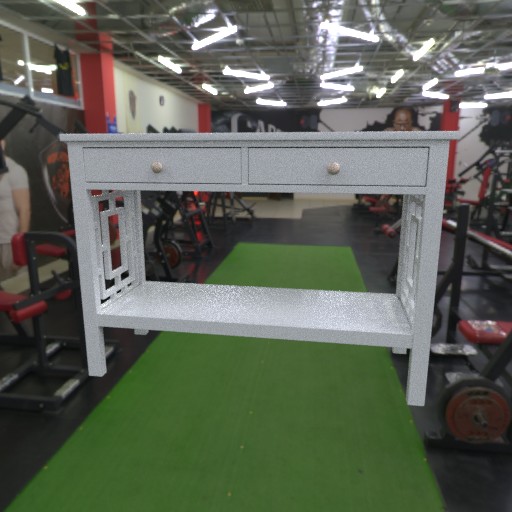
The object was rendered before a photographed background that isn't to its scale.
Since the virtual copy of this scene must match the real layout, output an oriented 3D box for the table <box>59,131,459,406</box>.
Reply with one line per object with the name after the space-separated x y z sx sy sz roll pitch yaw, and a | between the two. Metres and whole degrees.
0.000 0.000 1.432 1.068 0.753 0.397 2 13 10 | table
